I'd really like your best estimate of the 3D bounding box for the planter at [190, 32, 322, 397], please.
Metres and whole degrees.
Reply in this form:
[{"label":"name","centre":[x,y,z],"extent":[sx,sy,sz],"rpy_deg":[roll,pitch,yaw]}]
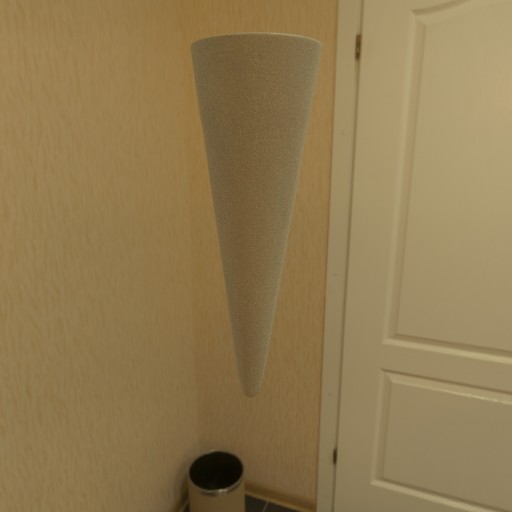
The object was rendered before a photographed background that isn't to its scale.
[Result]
[{"label":"planter","centre":[0.000,0.000,0.222],"extent":[0.057,0.191,0.064],"rpy_deg":[-2,16,-8]}]
